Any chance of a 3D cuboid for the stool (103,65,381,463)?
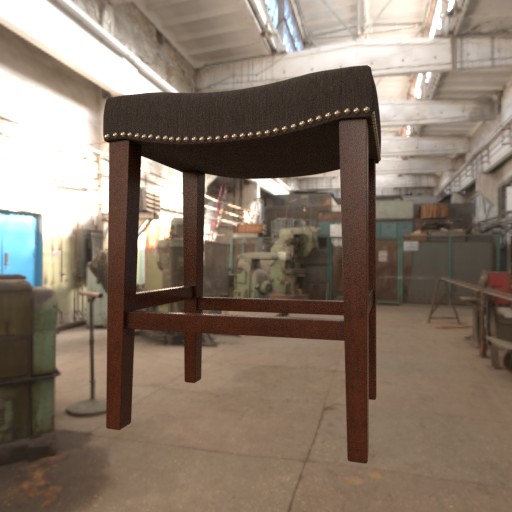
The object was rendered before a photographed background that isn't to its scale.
[{"bbox_3d":[0.000,0.000,0.938,0.504,0.654,0.372,0,0,17],"label":"stool"}]
